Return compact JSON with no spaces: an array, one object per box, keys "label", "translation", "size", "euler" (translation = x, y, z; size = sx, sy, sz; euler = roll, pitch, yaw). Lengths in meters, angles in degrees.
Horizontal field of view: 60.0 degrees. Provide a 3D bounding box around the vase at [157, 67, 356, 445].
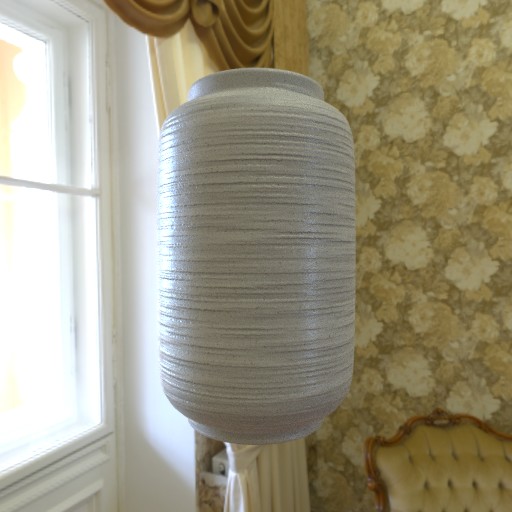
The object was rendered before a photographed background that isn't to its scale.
[{"label":"vase","translation":[0.000,0.000,0.461],"size":[0.202,0.335,0.202],"euler":[0,1,0]}]
